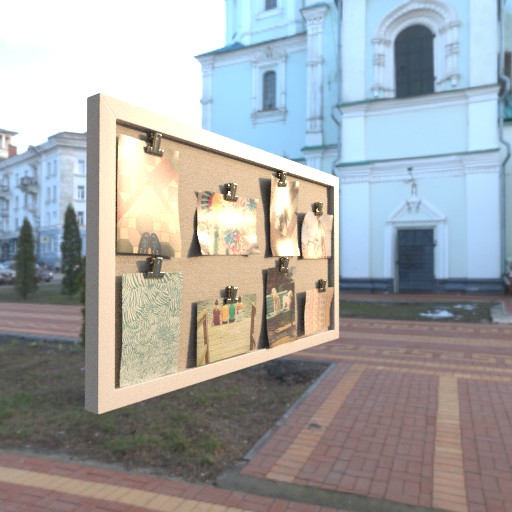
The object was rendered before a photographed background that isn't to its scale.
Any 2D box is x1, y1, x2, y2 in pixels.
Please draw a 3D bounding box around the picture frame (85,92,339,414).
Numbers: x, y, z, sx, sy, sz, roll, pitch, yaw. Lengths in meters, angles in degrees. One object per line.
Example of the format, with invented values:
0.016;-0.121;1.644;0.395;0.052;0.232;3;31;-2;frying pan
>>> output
0.000;0.000;0.785;0.044;0.379;0.647;-1;-1;36;picture frame
